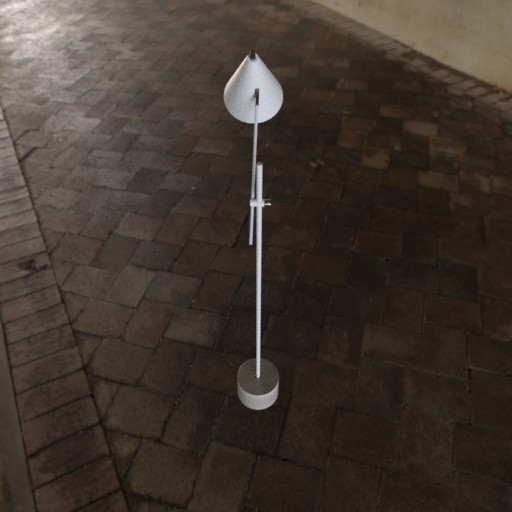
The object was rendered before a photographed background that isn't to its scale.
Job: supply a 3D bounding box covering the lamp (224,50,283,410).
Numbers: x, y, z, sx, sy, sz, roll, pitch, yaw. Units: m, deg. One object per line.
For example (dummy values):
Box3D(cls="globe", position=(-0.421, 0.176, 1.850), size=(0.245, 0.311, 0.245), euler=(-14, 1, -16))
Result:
Box3D(cls="lamp", position=(0.000, 0.000, 1.645), size=(0.223, 1.430, 0.508), euler=(2, 45, 2))
